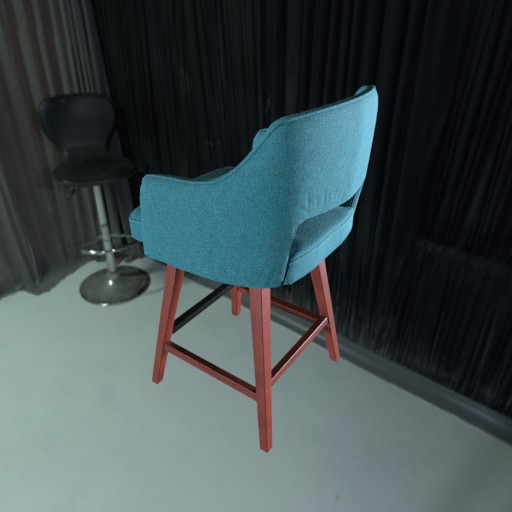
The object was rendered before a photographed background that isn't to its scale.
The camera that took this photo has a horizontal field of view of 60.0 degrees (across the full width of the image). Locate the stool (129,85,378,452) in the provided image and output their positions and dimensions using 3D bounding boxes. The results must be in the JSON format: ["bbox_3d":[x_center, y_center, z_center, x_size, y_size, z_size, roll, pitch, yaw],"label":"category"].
[{"bbox_3d":[0.000,0.000,1.303,0.556,0.961,0.548,20,37,29],"label":"stool"}]
